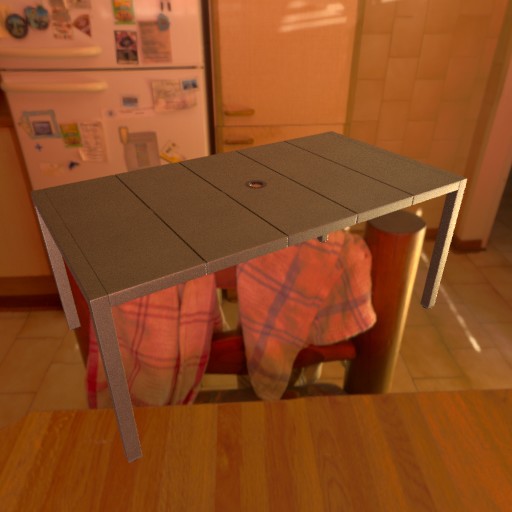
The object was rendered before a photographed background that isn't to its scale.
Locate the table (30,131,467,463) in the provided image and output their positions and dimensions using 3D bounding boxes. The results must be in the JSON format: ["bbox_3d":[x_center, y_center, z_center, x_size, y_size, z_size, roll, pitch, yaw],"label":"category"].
[{"bbox_3d":[0.000,0.000,2.120,1.680,0.735,0.914,-19,36,-28],"label":"table"}]
